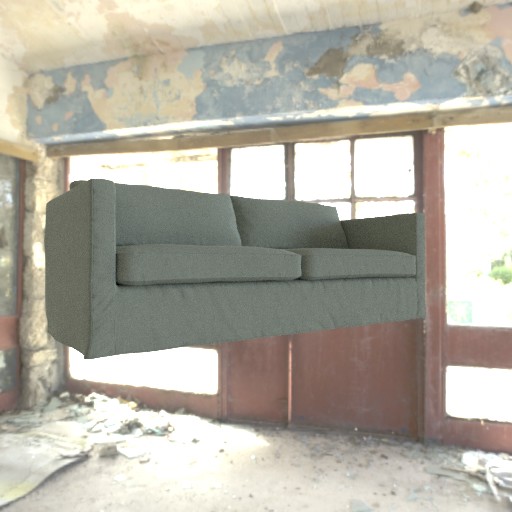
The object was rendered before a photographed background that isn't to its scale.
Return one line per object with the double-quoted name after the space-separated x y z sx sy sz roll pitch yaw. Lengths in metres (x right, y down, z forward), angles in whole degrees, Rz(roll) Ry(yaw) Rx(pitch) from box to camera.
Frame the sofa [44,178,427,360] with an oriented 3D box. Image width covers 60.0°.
0.000 0.000 2.792 2.312 0.853 0.962 1 -1 -36 "sofa"
